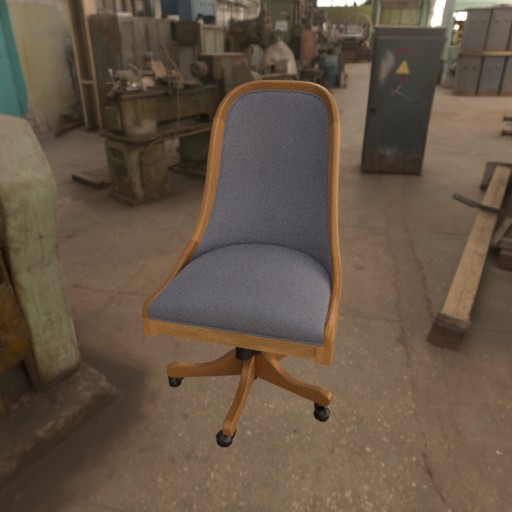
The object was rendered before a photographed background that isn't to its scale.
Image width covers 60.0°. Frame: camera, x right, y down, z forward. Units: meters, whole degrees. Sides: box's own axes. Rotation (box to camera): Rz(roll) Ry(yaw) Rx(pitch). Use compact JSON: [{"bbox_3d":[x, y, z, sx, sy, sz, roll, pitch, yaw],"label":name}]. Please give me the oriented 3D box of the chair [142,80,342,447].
[{"bbox_3d":[0.000,0.000,1.479,0.605,1.031,0.735,7,28,13],"label":"chair"}]
